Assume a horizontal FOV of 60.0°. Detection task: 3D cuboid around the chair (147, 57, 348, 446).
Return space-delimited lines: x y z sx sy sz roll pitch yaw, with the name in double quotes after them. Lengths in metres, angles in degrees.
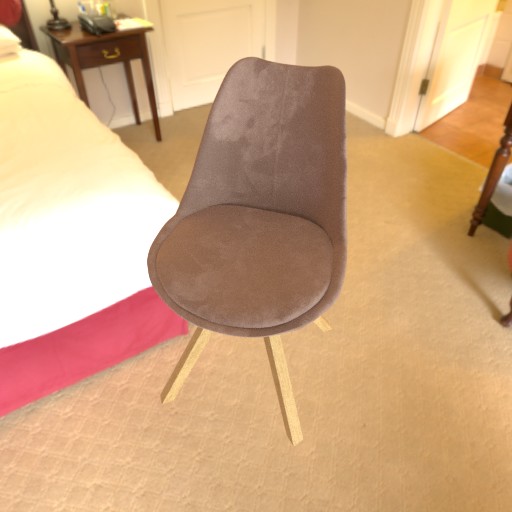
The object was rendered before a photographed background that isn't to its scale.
0.000 0.000 1.179 0.485 0.850 0.550 12 42 14 "chair"
